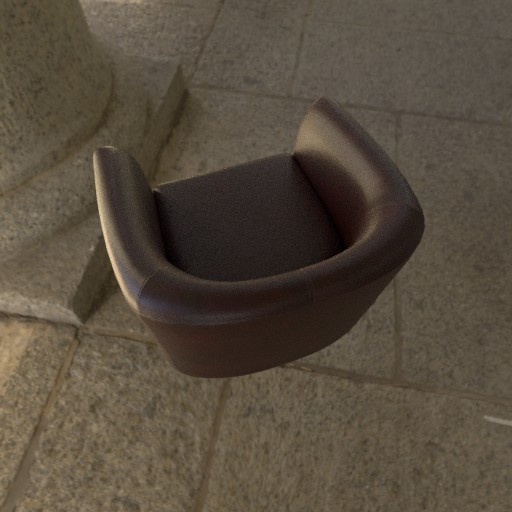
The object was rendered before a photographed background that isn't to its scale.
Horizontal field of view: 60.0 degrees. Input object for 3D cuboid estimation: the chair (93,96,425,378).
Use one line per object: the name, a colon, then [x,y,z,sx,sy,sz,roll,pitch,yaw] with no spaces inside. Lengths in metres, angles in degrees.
chair: [0.000,0.000,1.387,0.792,0.756,0.727,-16,58,-10]
